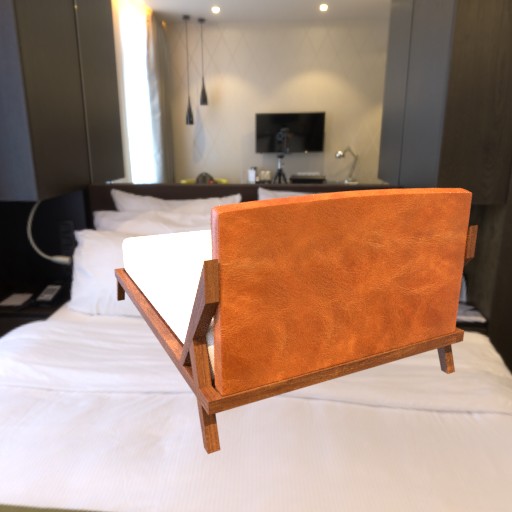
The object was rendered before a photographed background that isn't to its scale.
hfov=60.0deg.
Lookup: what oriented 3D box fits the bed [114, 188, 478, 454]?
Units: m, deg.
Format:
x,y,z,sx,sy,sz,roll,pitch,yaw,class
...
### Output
x,y,z,sx,sy,sz,roll,pitch,yaw,class
0.000,0.000,3.237,1.651,1.168,2.311,-7,17,-26,bed
